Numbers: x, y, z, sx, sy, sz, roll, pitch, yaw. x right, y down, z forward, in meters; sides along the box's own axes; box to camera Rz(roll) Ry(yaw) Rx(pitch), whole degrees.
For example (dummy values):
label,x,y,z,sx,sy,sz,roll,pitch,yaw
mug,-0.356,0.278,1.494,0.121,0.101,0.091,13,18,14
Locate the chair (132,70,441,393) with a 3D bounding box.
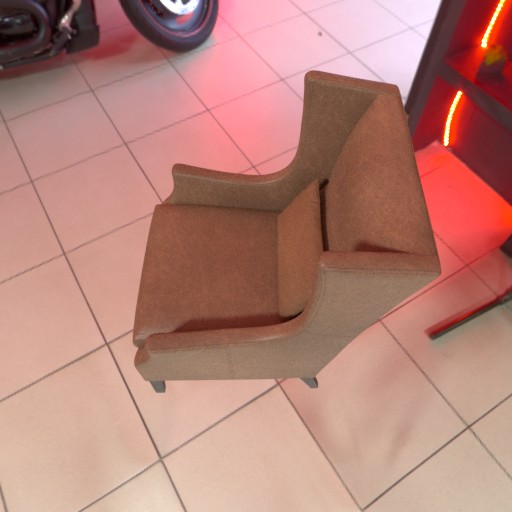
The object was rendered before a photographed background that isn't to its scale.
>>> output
label,x,y,z,sx,sy,sz,roll,pitch,yaw
chair,0.000,0.000,1.677,0.913,1.088,0.815,1,58,0
